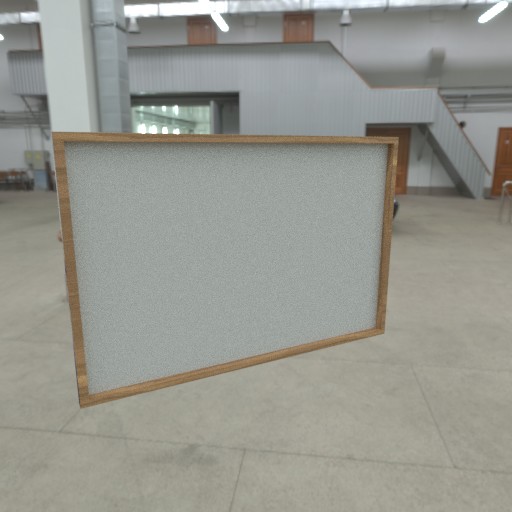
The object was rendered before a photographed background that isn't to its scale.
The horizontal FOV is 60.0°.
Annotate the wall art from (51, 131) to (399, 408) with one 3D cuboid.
[{"bbox_3d":[0.000,0.000,0.763,0.604,0.402,0.018,-7,15,-27],"label":"wall art"}]
